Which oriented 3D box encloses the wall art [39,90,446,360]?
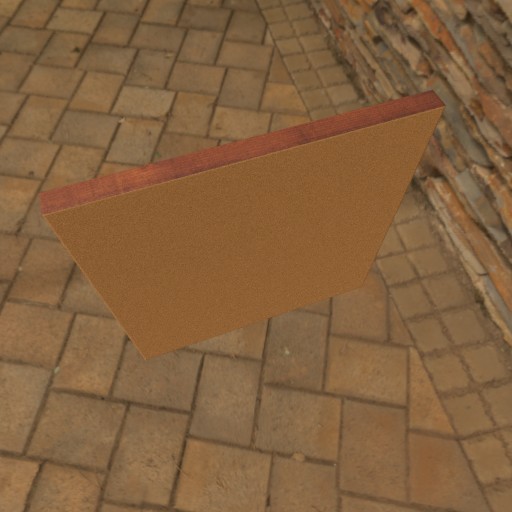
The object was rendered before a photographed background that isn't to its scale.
[{"bbox_3d":[0.000,0.000,0.830,0.554,0.572,0.037,-17,61,-10],"label":"wall art"}]
